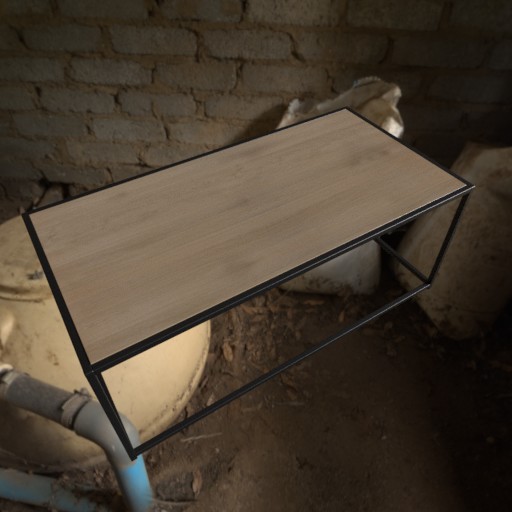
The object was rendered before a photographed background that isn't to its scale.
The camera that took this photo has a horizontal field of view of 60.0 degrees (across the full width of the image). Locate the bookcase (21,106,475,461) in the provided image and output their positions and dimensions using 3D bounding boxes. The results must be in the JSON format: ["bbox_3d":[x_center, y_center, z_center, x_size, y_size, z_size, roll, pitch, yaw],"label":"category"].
[{"bbox_3d":[0.000,0.000,1.226,1.000,0.400,0.500,-24,50,-22],"label":"bookcase"}]
